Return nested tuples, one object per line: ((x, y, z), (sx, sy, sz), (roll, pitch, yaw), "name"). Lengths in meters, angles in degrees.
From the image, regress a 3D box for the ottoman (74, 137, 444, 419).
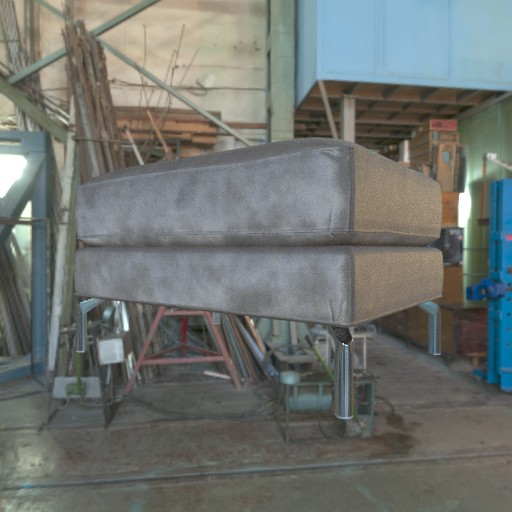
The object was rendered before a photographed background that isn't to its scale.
((0.000, 0.000, 1.043), (0.719, 0.456, 0.520), (1, 1, 37), "ottoman")
